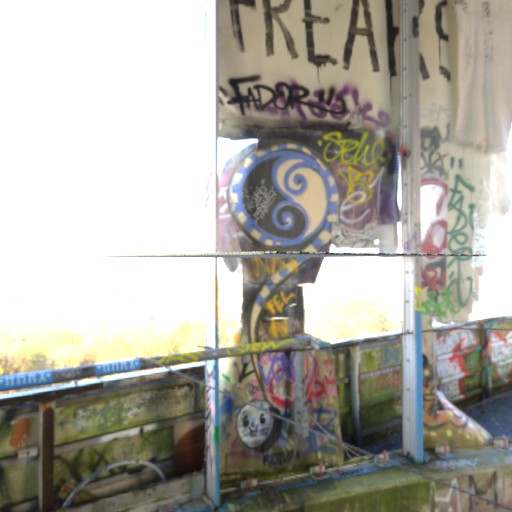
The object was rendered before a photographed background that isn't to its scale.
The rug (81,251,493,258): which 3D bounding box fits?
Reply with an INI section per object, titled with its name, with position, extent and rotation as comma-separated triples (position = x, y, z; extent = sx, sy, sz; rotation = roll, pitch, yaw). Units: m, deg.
[rug]
position = 0.000, 0.000, 2.270
extent = 1.247, 0.008, 1.802
rotation = 0, -1, -37
